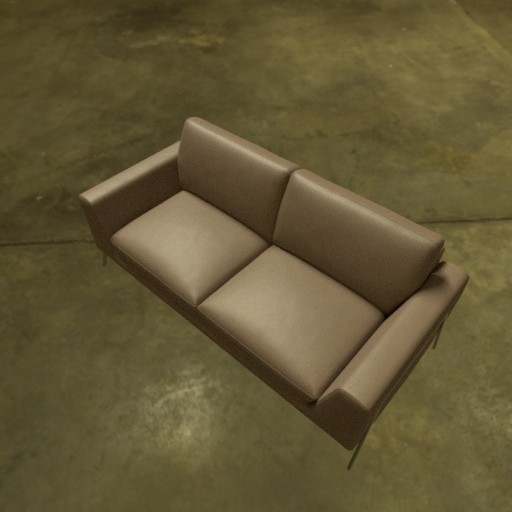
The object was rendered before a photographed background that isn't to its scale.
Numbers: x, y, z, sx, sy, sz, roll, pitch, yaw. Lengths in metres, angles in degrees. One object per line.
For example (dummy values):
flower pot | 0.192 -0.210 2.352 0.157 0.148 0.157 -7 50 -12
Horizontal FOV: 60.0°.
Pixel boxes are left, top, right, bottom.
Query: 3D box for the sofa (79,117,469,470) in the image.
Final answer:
sofa | 0.000 0.000 2.517 2.017 0.875 0.953 33 54 27
